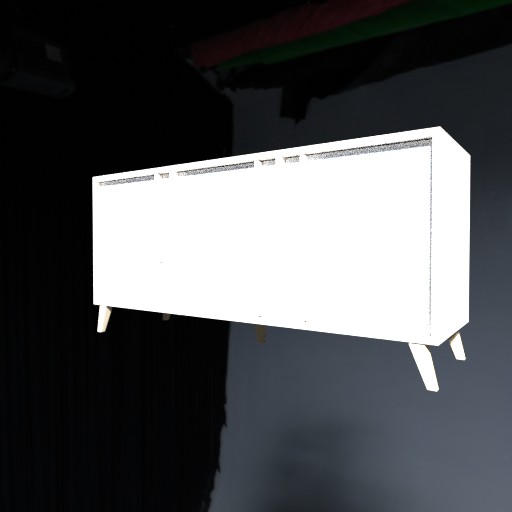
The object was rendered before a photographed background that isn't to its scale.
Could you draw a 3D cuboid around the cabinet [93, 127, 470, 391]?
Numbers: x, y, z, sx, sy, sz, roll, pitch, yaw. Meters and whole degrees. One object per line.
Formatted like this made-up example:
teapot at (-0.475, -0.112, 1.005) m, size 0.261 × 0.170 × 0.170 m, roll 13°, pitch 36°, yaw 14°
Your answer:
cabinet at (0.000, 0.000, 1.971) m, size 1.649 × 0.780 × 0.500 m, roll 1°, pitch 1°, yaw 35°
